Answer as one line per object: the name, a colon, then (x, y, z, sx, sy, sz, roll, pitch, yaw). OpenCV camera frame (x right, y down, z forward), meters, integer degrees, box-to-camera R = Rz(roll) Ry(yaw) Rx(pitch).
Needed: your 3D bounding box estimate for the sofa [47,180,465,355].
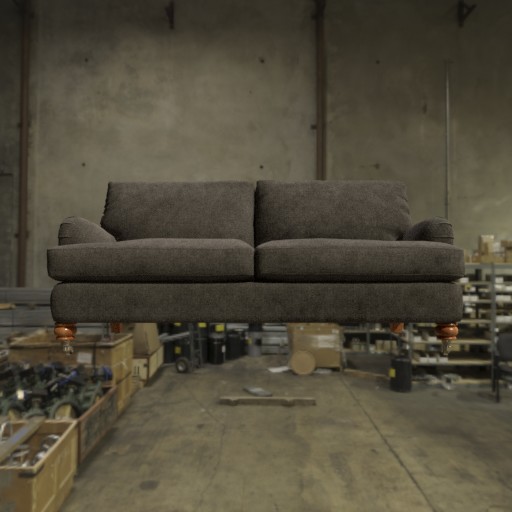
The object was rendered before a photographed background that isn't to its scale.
sofa: (0.000, 0.000, 2.734, 2.160, 1.054, 1.087, 0, -1, 0)
